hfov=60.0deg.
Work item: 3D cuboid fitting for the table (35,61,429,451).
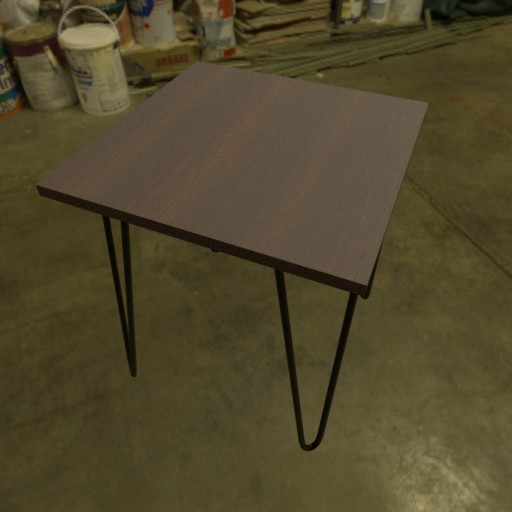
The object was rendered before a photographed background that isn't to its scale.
[{"bbox_3d":[0.000,0.000,0.942,0.495,0.559,0.495,17,48,16],"label":"table"}]
